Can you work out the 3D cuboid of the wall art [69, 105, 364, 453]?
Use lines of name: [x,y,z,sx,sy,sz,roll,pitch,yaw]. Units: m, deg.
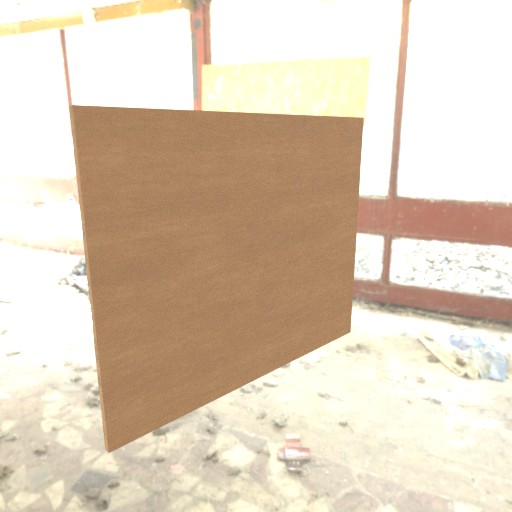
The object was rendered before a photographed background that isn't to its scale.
wall art: [0.000,0.000,0.664,0.508,0.408,0.010,-14,21,-41]
